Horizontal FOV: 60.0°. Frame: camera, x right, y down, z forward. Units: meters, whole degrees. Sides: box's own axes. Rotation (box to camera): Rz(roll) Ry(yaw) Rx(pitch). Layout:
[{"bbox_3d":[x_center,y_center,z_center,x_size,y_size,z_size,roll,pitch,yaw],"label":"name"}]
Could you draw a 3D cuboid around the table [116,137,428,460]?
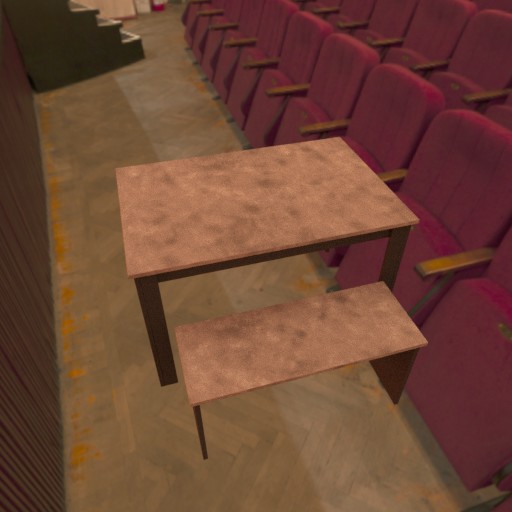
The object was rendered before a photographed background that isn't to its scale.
[{"bbox_3d":[0.000,0.000,2.075,1.100,0.700,1.443,-11,42,-12],"label":"table"}]
